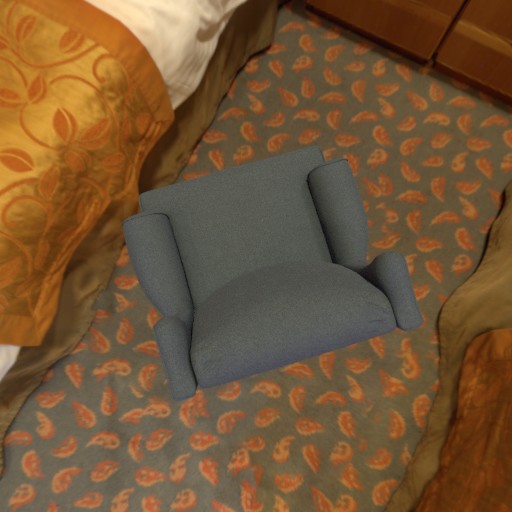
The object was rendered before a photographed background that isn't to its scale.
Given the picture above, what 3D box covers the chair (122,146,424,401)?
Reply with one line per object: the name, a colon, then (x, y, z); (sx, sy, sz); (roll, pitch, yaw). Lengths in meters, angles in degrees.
chair: (0.000, 0.000, 1.782); (0.971, 1.020, 0.877); (-16, 77, -4)
